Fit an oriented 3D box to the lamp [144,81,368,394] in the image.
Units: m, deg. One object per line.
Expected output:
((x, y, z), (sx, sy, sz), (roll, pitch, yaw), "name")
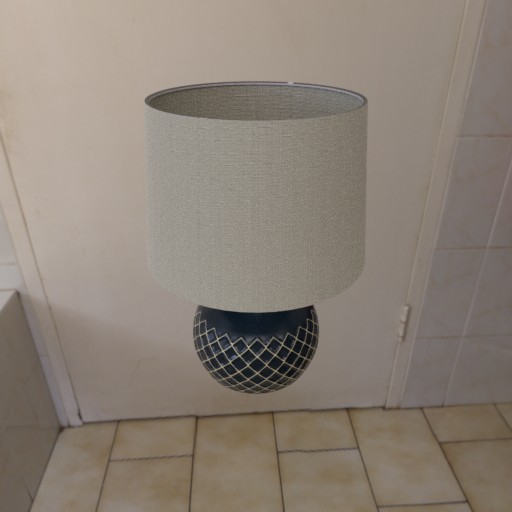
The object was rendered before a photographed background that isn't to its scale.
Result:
((0.000, 0.000, 0.788), (0.376, 0.540, 0.376), (0, 29, 0), "lamp")
